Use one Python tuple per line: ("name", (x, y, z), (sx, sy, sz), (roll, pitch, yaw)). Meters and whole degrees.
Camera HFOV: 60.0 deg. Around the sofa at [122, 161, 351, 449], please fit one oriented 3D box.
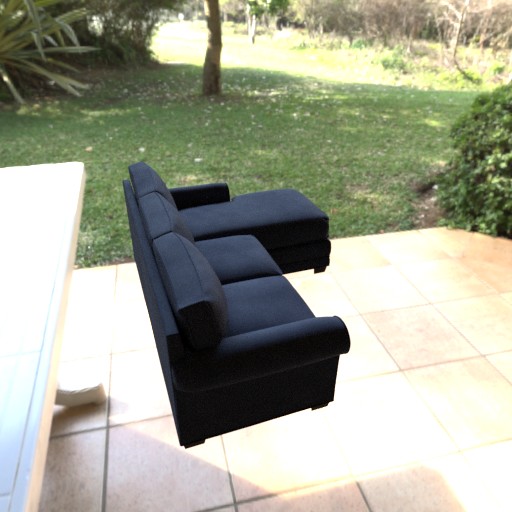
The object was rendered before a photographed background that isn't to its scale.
("sofa", (0.000, 0.000, 3.550), (1.780, 1.063, 2.567), (-10, 31, -17))
